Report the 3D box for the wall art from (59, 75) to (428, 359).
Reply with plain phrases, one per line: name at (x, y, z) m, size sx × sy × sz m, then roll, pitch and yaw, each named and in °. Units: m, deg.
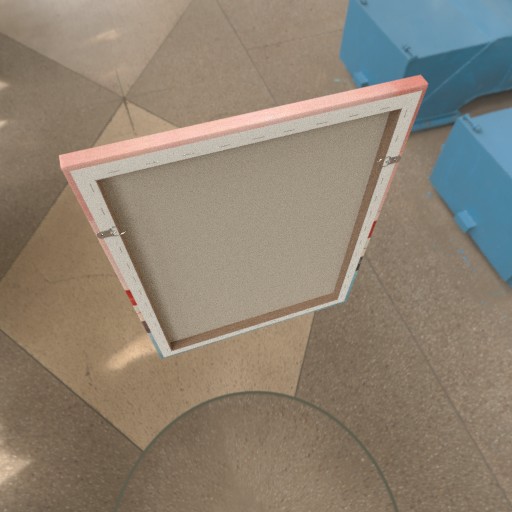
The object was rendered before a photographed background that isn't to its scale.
wall art at (0.000, 0.000, 1.308) m, size 0.761 × 1.016 × 0.039 m, roll -16°, pitch 59°, yaw -10°
